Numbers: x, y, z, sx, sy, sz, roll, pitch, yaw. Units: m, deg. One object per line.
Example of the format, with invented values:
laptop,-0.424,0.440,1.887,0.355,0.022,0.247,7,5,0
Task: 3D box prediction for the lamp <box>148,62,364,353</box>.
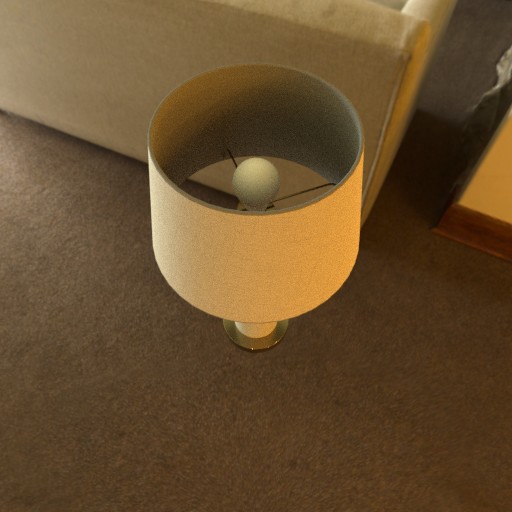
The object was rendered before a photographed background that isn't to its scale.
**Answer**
lamp,0.000,0.000,0.734,0.309,0.545,0.309,0,58,0
